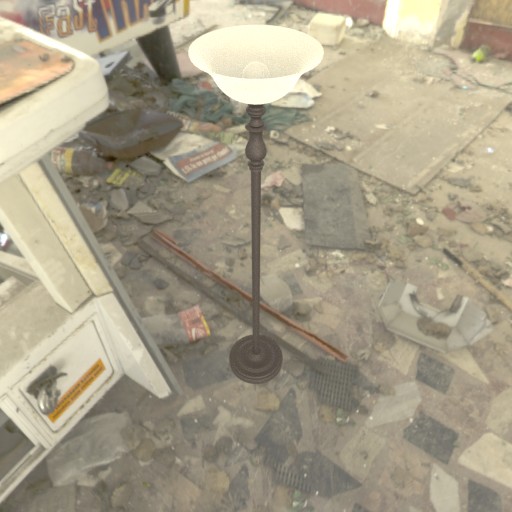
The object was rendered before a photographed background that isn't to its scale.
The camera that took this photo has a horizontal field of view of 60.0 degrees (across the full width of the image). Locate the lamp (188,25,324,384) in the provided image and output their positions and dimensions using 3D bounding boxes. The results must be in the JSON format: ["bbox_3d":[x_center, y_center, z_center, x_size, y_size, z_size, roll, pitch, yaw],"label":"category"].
[{"bbox_3d":[0.000,0.000,1.979,0.405,1.797,0.405,-23,50,-20],"label":"lamp"}]
